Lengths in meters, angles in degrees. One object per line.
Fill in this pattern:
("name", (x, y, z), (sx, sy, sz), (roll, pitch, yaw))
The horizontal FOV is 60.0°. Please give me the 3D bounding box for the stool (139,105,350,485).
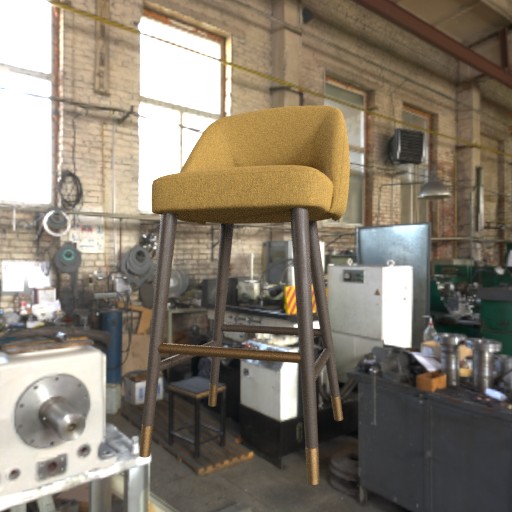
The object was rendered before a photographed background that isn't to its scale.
("stool", (0.000, 0.000, 1.309), (0.536, 1.032, 0.522), (0, -1, 18))
